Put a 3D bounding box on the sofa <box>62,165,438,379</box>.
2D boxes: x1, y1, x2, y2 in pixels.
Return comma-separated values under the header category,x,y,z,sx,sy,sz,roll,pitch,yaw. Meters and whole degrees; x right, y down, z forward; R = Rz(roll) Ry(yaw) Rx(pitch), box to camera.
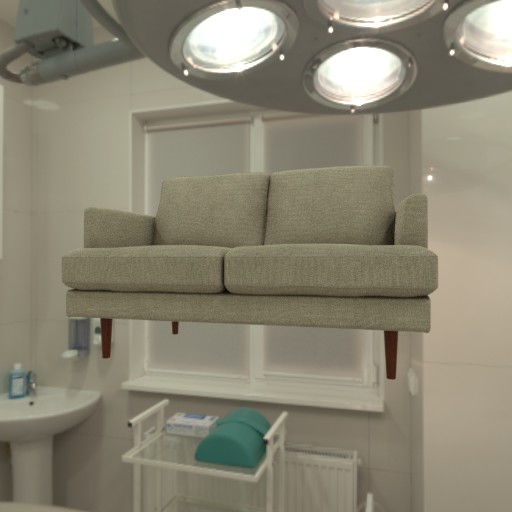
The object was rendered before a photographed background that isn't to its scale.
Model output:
category,x,y,z,sx,sy,sz,roll,pitch,yaw
sofa,0.000,0.000,2.172,1.582,0.944,0.903,0,-1,17
